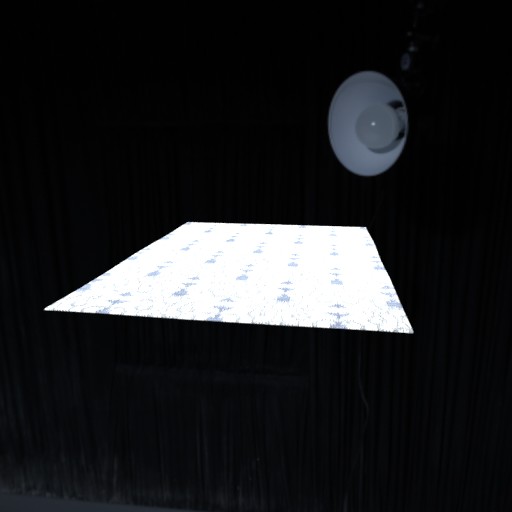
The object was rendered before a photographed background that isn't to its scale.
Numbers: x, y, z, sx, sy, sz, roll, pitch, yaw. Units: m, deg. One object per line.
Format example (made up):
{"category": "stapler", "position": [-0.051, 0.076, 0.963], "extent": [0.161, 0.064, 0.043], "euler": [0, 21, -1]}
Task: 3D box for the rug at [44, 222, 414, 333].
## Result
{"category": "rug", "position": [0.000, 0.000, 3.035], "extent": [1.676, 0.013, 2.261], "euler": [2, 15, 8]}
